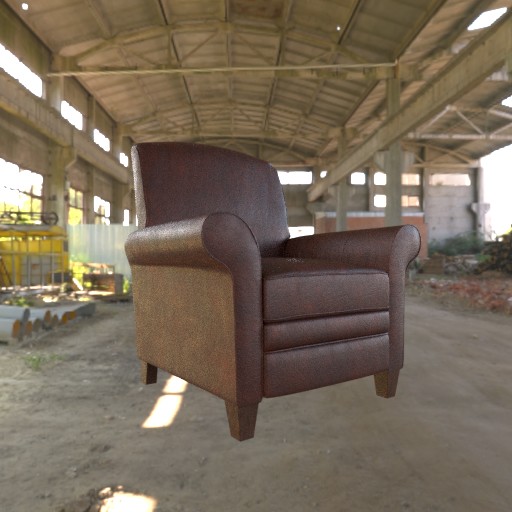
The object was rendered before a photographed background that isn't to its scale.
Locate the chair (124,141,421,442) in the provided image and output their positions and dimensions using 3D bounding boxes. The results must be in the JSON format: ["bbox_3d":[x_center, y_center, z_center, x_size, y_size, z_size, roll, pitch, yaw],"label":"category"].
[{"bbox_3d":[0.000,0.000,1.803,0.978,1.061,0.902,0,0,-36],"label":"chair"}]
